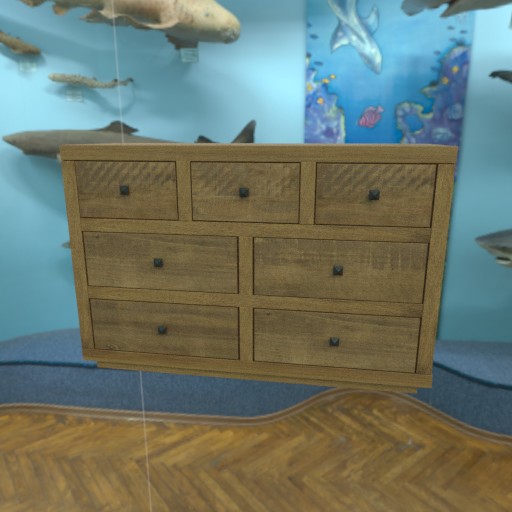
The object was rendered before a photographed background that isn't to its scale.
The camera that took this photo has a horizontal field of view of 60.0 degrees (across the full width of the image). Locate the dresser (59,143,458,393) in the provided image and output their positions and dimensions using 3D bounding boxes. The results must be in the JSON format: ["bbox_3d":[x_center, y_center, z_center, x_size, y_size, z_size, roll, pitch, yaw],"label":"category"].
[{"bbox_3d":[0.000,0.000,1.690,1.261,0.825,0.479,2,15,9],"label":"dresser"}]
